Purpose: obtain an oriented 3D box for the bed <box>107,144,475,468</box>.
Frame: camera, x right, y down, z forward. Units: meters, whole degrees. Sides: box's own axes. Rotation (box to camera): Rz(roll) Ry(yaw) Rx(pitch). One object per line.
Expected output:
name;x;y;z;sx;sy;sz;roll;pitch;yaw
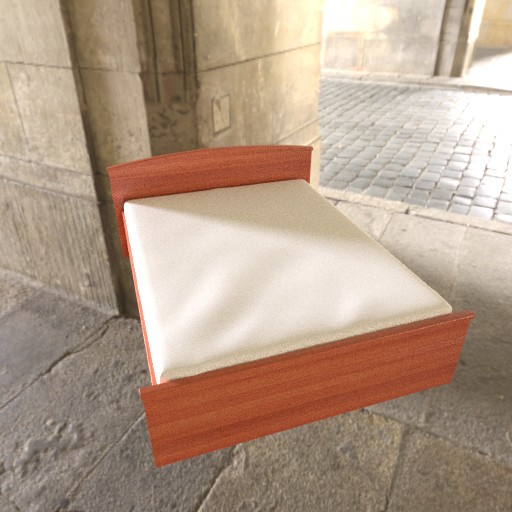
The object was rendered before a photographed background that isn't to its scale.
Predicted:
bed;0.000;0.000;2.913;1.683;0.848;2.053;-10;32;-16
